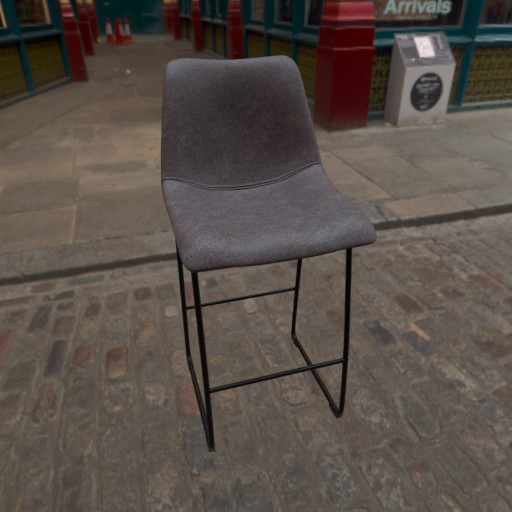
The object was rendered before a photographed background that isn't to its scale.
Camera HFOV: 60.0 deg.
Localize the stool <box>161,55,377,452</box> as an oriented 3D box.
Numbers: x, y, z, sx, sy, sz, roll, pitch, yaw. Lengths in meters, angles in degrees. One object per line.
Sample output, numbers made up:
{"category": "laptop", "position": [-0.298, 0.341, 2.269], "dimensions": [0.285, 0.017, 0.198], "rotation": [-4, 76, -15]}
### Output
{"category": "stool", "position": [0.000, 0.000, 1.377], "dimensions": [0.514, 1.082, 0.561], "rotation": [-9, 32, -15]}
